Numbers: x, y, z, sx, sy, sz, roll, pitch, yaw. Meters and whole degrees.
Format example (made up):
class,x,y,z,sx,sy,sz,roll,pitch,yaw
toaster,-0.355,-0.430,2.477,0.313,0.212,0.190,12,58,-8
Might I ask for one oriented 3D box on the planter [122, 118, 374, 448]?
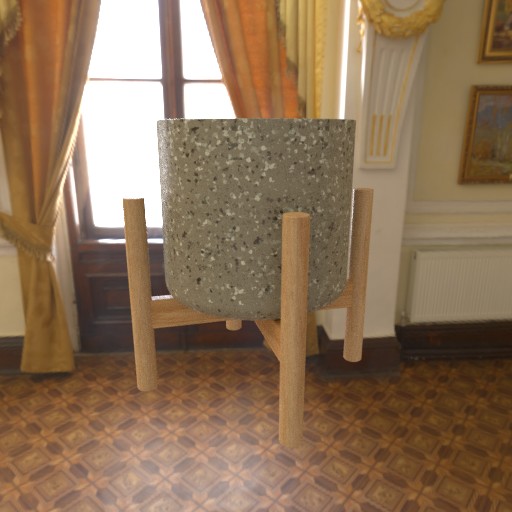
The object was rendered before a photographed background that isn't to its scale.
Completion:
class,x,y,z,sx,sy,sz,roll,pitch,yaw
planter,0.000,0.000,0.547,0.284,0.320,0.284,2,16,7
